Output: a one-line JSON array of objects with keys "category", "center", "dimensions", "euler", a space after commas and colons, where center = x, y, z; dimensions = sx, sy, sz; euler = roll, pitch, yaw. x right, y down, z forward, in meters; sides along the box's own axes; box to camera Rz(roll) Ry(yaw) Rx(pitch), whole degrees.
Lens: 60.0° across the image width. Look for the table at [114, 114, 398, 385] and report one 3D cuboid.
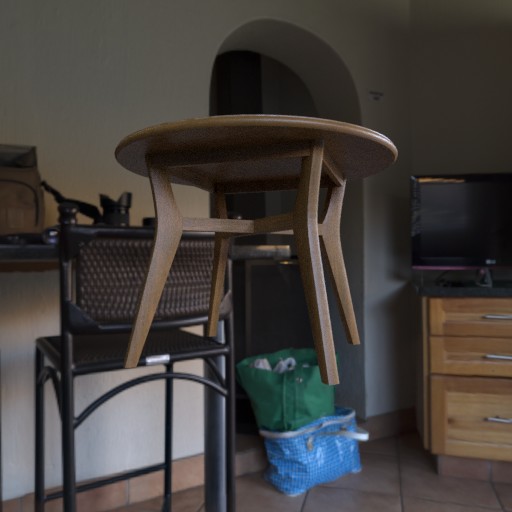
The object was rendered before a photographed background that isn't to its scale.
[{"category": "table", "center": [0.000, 0.000, 1.728], "dimensions": [1.055, 0.757, 1.055], "euler": [0, -1, 0]}]
